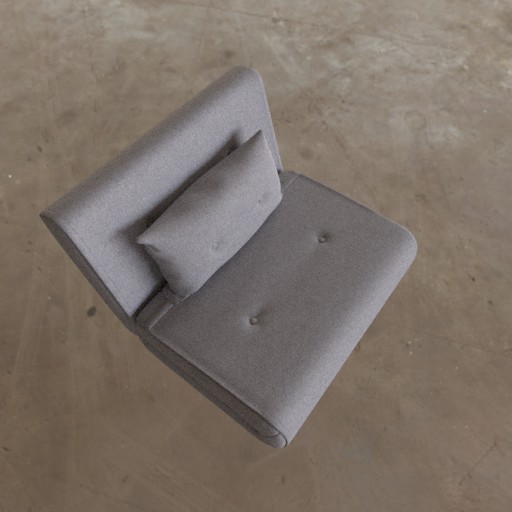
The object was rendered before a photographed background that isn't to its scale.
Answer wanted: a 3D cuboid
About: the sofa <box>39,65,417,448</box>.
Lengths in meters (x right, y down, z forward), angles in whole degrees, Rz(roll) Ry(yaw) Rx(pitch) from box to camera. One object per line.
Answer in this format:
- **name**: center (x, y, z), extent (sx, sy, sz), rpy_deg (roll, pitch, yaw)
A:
- **sofa**: center (0.000, 0.000, 1.765), extent (1.000, 0.825, 1.020), rpy_deg (33, 62, 20)
